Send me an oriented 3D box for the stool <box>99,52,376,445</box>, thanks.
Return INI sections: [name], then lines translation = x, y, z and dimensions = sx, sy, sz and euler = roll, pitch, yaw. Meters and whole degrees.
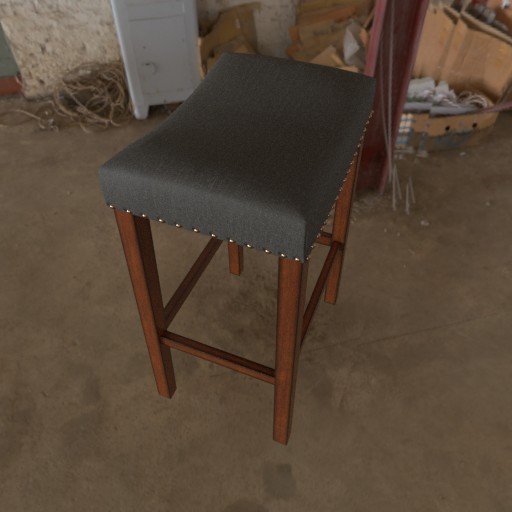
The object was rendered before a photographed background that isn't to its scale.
[stool]
translation = 0.000, 0.000, 1.042
dimensions = 0.366, 0.748, 0.502
euler = 16, 49, 15
